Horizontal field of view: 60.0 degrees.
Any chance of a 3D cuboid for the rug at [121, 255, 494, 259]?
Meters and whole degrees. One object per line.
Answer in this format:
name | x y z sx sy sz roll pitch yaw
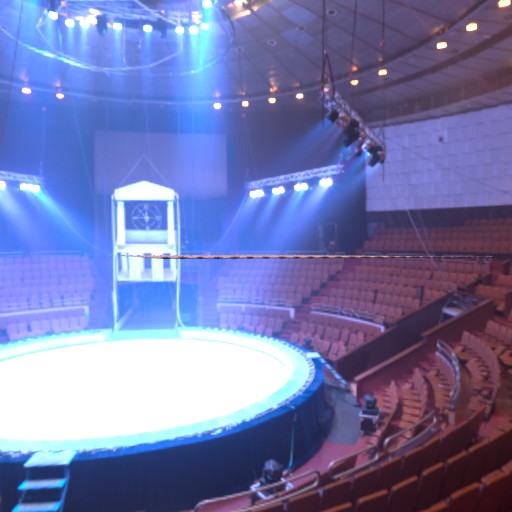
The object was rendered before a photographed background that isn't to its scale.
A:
rug | 0.000 0.000 2.873 1.544 0.010 2.315 0 0 -20
